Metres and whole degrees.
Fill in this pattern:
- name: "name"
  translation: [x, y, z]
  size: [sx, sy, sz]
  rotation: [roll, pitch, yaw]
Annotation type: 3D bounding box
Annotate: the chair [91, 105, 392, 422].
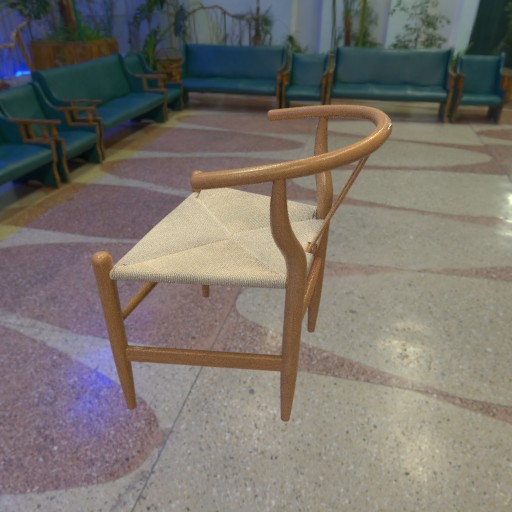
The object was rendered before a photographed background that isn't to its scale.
- name: "chair"
  translation: [0.000, 0.000, 1.154]
  size: [0.579, 0.730, 0.569]
  rotation: [9, 32, 14]
